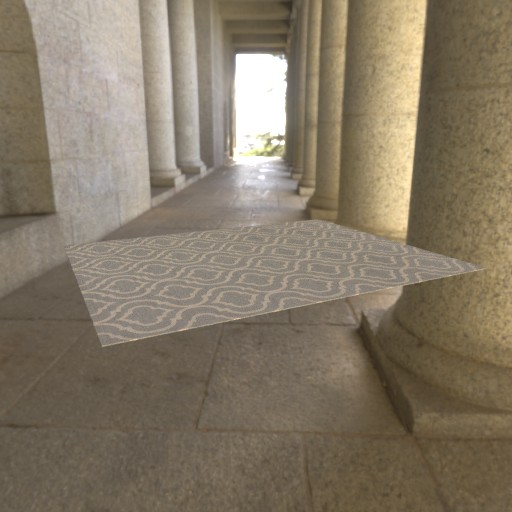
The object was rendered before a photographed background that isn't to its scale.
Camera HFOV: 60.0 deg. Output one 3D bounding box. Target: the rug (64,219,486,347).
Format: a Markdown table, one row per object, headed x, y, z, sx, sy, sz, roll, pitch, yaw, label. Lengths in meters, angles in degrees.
| x | y | z | sx | sy | sz | roll | pitch | yaw | label |
| --- | --- | --- | --- | --- | --- | --- | --- | --- | --- |
| 0.000 | 0.000 | 3.821 | 2.892 | 0.006 | 2.283 | -8 | 17 | -26 | rug |
